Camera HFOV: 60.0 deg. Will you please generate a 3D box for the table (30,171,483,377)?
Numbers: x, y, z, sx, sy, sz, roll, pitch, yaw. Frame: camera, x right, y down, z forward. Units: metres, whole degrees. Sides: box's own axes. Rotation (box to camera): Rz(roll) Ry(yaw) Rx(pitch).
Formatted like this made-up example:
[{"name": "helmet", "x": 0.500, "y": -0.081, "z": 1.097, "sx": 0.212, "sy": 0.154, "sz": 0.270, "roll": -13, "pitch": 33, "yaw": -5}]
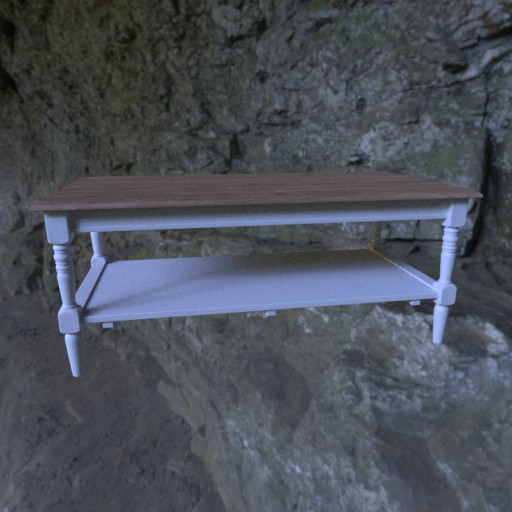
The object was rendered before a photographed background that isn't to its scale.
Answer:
[{"name": "table", "x": 0.000, "y": 0.000, "z": 1.399, "sx": 1.118, "sy": 0.458, "sz": 0.559, "roll": -3, "pitch": 16, "yaw": -10}]
